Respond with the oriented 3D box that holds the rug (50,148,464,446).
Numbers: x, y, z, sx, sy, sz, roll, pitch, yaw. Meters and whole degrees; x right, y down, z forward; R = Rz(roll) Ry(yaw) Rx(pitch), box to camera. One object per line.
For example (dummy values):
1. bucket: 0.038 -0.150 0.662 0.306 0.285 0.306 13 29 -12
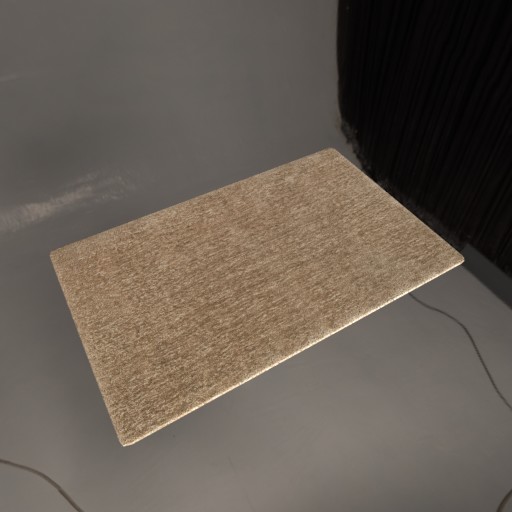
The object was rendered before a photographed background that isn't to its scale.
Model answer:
1. rug: 0.000 0.000 3.075 2.469 0.024 1.539 -24 53 -20
